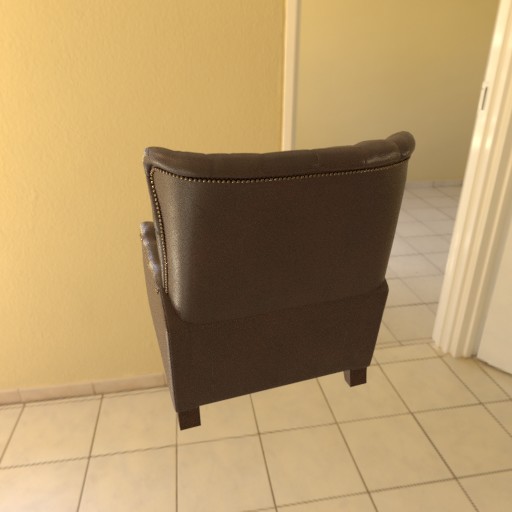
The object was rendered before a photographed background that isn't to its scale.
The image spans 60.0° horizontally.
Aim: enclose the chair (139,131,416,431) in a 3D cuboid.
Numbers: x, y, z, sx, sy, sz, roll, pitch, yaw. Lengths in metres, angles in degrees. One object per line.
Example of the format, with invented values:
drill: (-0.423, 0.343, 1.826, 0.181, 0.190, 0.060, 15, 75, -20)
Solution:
chair: (0.000, 0.000, 1.482, 0.709, 0.864, 0.823, -8, 26, -17)
